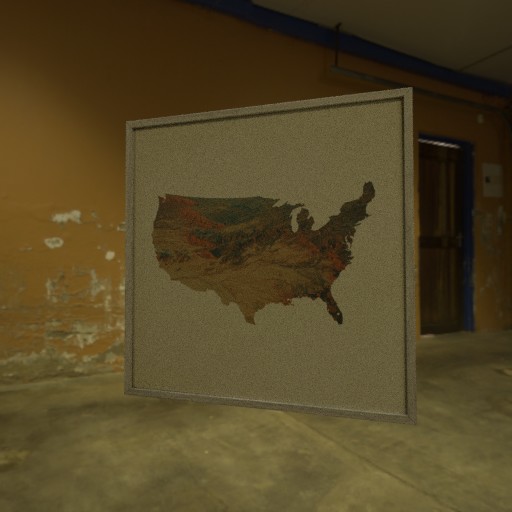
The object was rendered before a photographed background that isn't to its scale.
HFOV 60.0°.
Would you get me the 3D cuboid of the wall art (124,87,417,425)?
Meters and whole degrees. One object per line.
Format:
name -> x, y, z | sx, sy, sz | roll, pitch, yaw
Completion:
wall art -> 0.000, 0.000, 0.751 | 0.508, 0.507, 0.016 | -1, -2, 18
